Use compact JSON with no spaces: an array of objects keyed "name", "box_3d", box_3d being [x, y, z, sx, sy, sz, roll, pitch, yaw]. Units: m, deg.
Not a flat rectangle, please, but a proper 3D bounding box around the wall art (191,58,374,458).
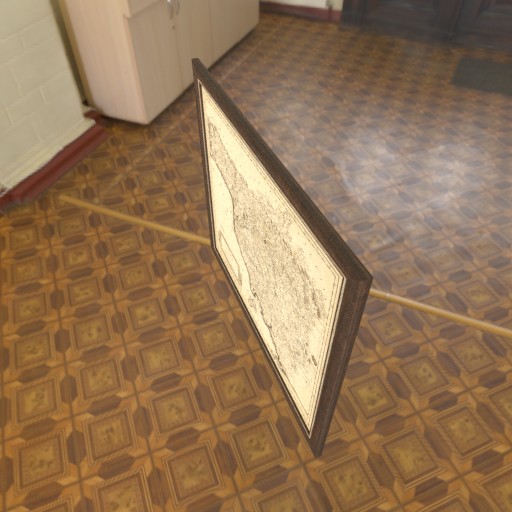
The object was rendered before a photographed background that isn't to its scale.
[{"name":"wall art","box_3d":[0.000,0.000,1.437,0.023,0.875,1.033,-17,49,-16]}]
